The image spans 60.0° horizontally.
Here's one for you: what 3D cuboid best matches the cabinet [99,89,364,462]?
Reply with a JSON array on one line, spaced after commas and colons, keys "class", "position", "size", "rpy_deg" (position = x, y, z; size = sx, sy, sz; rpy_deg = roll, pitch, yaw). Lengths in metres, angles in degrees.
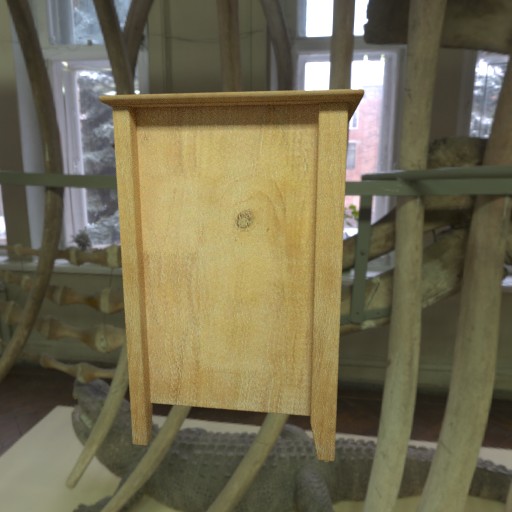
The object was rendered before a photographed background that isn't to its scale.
[{"class": "cabinet", "position": [0.000, 0.000, 1.254], "size": [0.503, 0.762, 0.763], "rpy_deg": [2, 11, 8]}]
